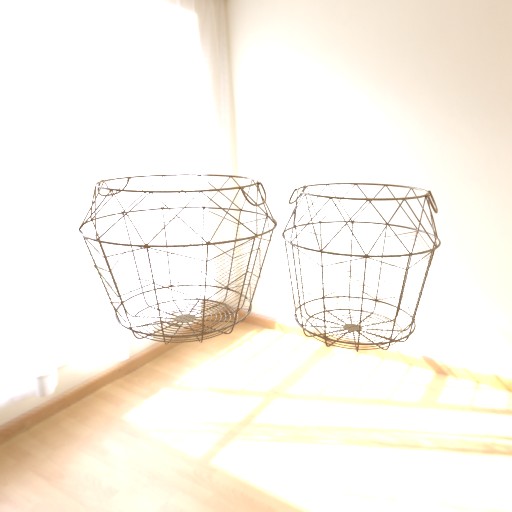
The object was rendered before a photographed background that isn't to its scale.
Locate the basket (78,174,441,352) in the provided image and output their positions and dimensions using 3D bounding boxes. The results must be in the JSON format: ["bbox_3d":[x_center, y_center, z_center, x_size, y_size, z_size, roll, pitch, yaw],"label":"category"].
[{"bbox_3d":[0.000,0.000,1.036,0.805,0.343,0.451,2,16,7],"label":"basket"}]
